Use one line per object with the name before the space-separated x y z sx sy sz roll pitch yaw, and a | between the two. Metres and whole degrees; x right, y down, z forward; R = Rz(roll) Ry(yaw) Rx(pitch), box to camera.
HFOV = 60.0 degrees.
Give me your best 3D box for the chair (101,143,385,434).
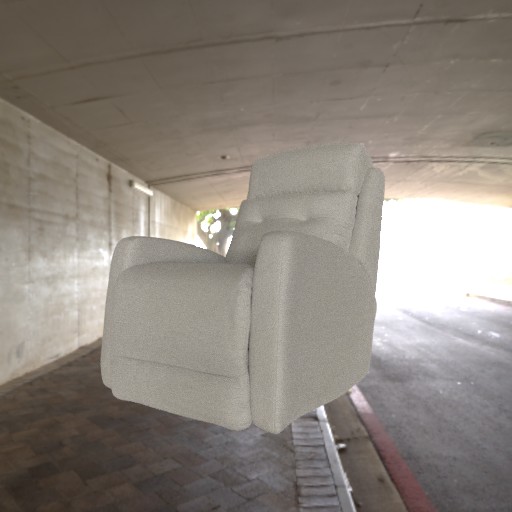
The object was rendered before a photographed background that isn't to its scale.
chair | 0.000 0.000 1.761 0.798 1.013 1.043 0 0 35
